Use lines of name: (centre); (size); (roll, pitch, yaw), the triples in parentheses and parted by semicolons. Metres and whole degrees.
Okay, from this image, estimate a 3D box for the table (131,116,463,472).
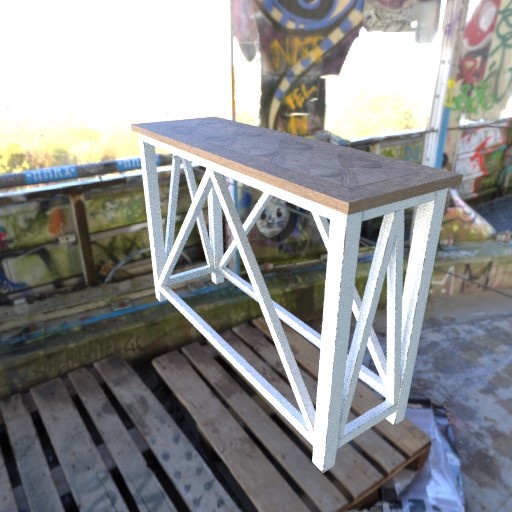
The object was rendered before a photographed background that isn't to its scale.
table: (0.000, 0.000, 1.848); (0.450, 0.930, 1.400); (-16, 30, -31)
